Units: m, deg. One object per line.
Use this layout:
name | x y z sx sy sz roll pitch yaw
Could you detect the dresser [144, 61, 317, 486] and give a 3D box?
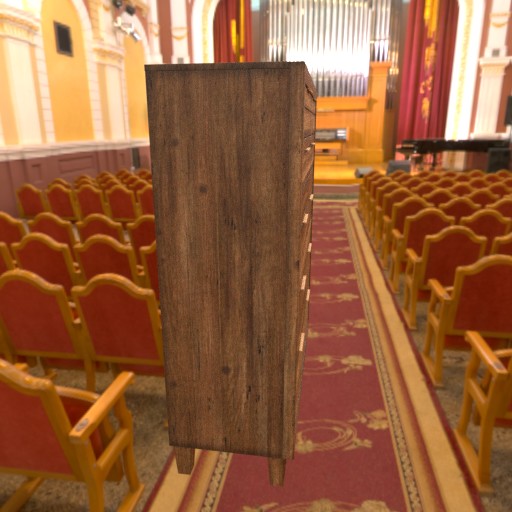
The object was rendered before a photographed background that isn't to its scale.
dresser | 0.000 0.000 1.853 0.438 1.359 1.067 3 16 9
